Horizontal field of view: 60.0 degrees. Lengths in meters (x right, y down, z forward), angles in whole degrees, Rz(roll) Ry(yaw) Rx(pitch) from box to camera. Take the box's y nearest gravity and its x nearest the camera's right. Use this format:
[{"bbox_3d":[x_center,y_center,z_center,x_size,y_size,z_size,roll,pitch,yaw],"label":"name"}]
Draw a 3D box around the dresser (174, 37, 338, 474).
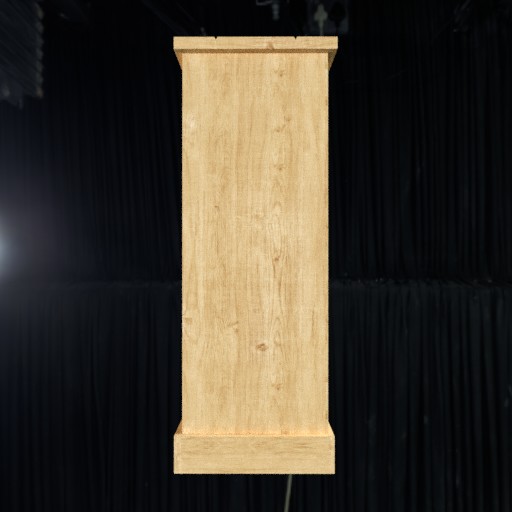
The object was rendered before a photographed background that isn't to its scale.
[{"bbox_3d":[0.000,0.000,1.318,0.390,1.041,0.531,0,0,0],"label":"dresser"}]
